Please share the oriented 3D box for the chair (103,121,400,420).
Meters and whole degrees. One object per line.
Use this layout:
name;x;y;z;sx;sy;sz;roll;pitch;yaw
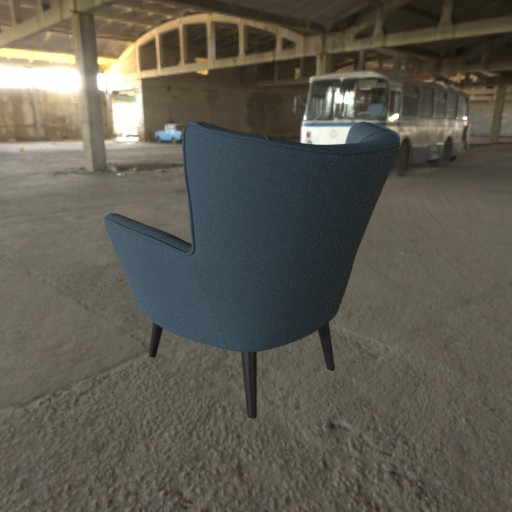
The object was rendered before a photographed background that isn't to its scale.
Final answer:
chair;0.000;0.000;1.605;0.781;0.933;0.888;-15;23;-41
